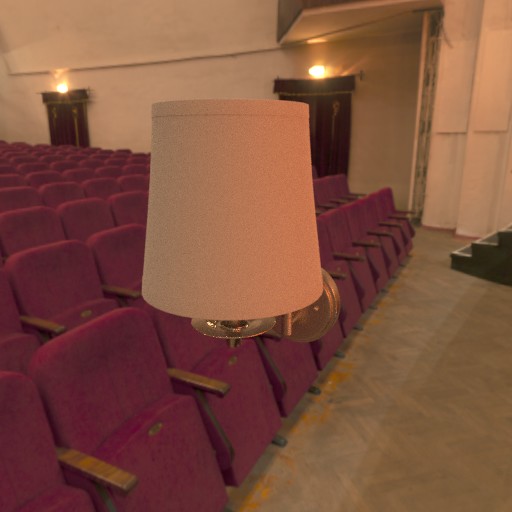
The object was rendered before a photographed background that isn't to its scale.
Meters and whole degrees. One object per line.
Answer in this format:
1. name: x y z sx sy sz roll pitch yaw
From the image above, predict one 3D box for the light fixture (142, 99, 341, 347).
1. light fixture: 0.000 0.000 0.604 0.223 0.381 0.348 7 16 26
